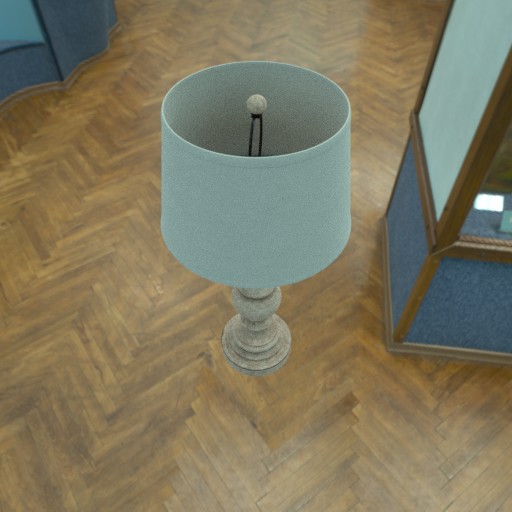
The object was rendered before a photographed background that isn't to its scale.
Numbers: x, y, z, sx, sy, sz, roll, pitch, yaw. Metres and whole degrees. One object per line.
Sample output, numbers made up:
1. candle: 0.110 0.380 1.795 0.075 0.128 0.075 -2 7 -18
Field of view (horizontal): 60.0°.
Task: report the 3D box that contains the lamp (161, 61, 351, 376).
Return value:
1. lamp: 0.000 0.000 0.882 0.340 0.678 0.340 0 48 0
